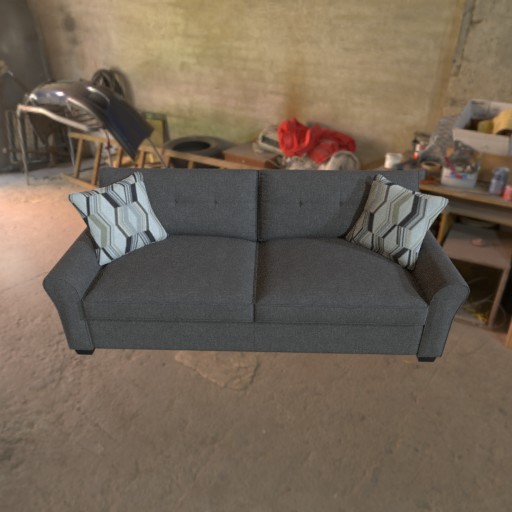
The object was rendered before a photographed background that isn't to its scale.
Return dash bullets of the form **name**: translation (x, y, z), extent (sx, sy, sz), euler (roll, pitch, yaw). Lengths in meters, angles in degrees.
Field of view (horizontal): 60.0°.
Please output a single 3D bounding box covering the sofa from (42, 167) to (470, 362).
- **sofa**: translation (0.000, 0.000, 2.497), extent (2.032, 0.813, 0.889), euler (1, 30, 1)
